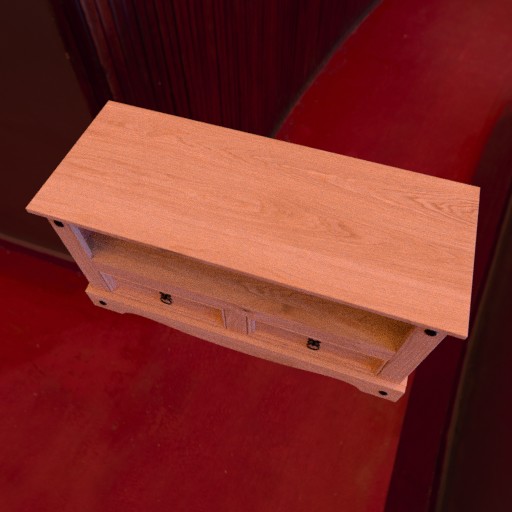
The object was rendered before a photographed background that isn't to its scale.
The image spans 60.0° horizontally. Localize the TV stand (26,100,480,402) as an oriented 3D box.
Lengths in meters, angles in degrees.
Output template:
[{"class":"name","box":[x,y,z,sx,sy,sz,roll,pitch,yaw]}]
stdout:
[{"class":"TV stand","box":[0.000,0.000,1.361,1.080,0.550,0.440,16,59,10]}]
